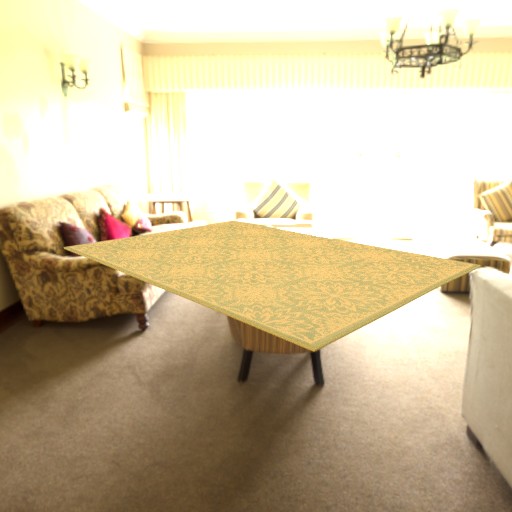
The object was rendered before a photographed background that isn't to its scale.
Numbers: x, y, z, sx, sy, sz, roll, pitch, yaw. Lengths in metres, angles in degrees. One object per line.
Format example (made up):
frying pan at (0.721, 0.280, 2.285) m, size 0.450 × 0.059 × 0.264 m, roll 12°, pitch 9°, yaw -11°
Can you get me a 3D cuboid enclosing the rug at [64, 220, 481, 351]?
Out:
rug at (0.000, 0.000, 2.859) m, size 1.589 × 0.014 × 2.205 m, roll -14°, pitch 20°, yaw -43°
